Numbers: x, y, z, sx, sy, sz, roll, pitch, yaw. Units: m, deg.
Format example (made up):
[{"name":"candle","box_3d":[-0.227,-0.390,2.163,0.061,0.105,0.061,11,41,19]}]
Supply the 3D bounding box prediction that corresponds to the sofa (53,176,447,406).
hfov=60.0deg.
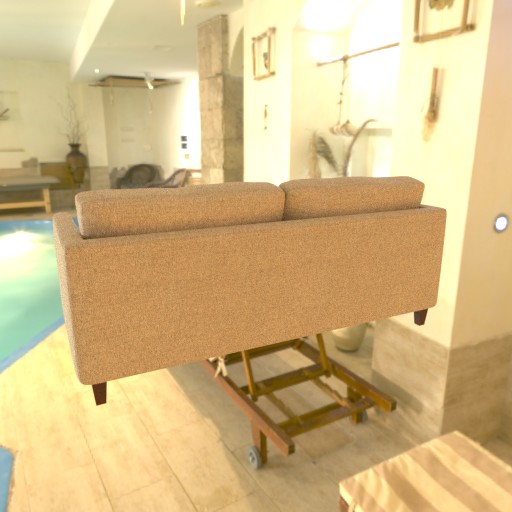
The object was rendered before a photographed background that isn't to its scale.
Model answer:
[{"name":"sofa","box_3d":[0.000,0.000,2.716,2.208,0.965,0.951,-7,17,-25]}]
